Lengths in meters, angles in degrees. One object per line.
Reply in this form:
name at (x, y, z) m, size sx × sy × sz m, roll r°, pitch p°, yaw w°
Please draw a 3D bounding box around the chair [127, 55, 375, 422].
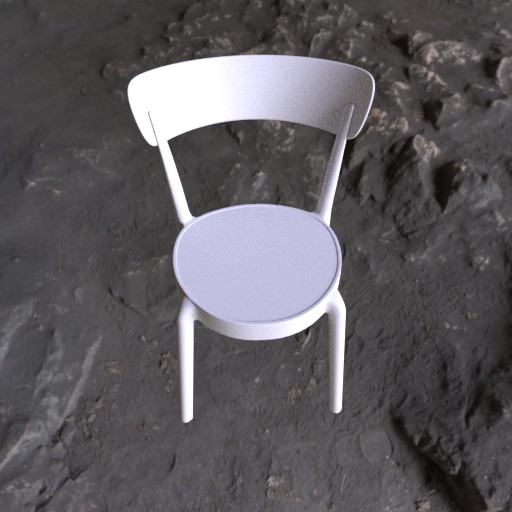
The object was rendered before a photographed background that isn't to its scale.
chair at (0.000, 0.000, 1.100) m, size 0.506 × 0.790 × 0.491 m, roll -3°, pitch 47°, yaw -2°
